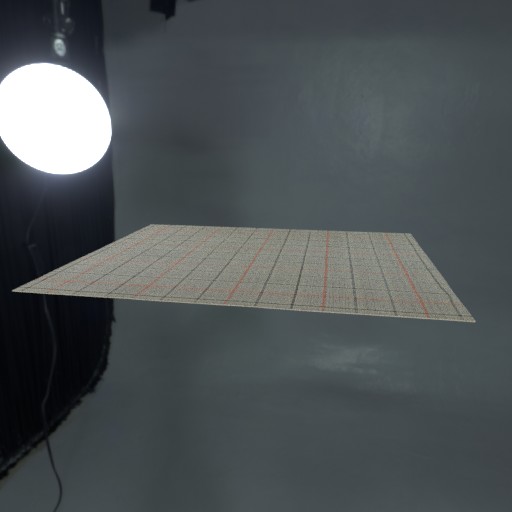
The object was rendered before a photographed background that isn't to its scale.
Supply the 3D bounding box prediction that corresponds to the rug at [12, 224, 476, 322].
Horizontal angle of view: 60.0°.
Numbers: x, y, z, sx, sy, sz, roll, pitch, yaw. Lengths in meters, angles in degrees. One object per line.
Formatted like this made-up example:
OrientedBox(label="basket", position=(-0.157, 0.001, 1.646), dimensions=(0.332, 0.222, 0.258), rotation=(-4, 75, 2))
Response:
OrientedBox(label="rug", position=(0.000, 0.000, 4.011), dimensions=(3.048, 0.012, 2.444), rotation=(3, 15, 10))
